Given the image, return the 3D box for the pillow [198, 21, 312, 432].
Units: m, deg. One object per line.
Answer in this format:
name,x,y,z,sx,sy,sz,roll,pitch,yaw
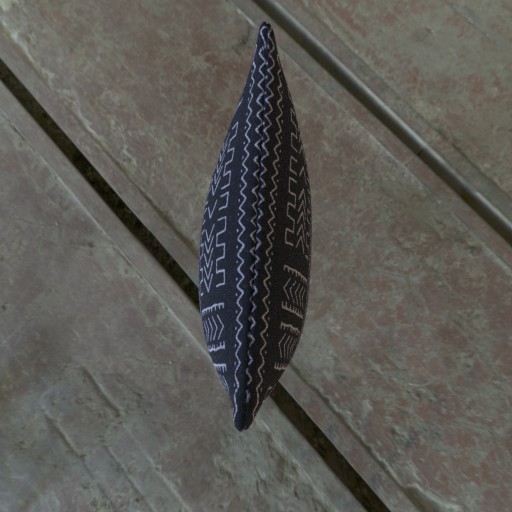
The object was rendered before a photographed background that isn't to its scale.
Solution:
pillow,0.000,0.000,0.646,0.164,0.430,0.438,3,76,1
